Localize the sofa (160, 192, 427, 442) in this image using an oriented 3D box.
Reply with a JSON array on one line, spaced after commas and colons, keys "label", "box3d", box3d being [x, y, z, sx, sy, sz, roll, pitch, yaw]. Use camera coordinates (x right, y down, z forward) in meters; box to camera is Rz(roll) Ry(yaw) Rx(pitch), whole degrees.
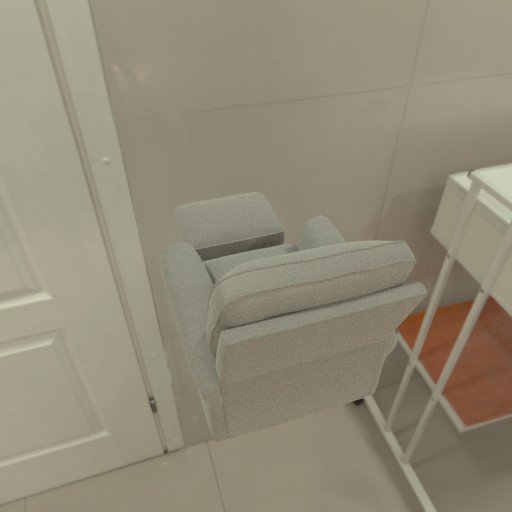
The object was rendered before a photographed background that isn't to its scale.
[{"label": "sofa", "box3d": [0.000, 0.000, 2.087, 0.880, 0.959, 1.478, -12, 42, -14]}]
